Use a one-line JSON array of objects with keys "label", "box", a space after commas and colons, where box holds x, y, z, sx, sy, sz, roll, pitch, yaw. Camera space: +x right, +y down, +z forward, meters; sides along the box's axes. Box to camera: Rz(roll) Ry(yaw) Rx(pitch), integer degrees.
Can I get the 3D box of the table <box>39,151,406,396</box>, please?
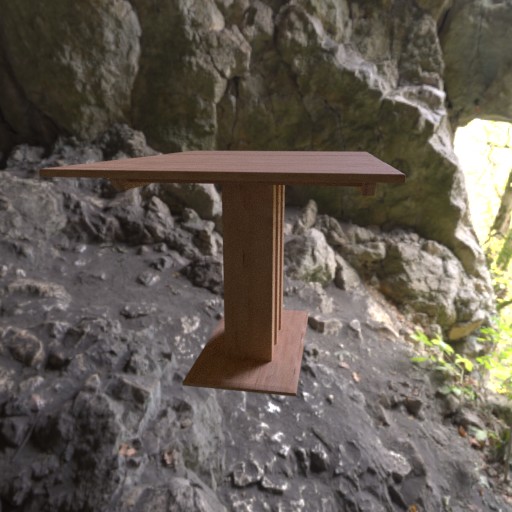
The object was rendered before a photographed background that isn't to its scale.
[{"label": "table", "box": [0.000, 0.000, 1.774, 0.900, 0.770, 1.300, 3, 16, 9]}]
